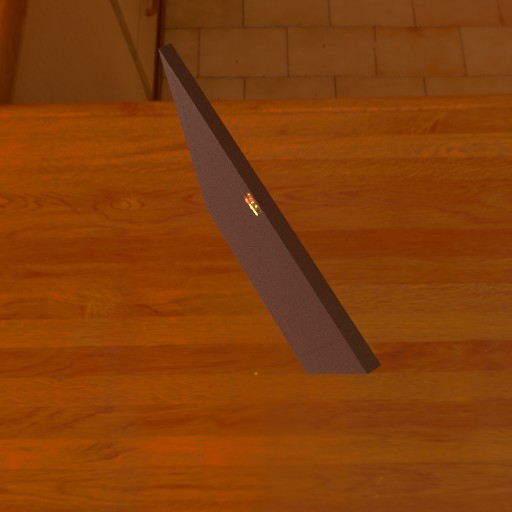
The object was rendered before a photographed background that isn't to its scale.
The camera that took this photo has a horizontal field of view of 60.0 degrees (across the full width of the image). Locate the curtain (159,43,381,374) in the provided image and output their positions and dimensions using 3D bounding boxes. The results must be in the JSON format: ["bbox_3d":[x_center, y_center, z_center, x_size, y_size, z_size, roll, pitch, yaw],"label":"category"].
[{"bbox_3d":[0.000,0.000,0.814,0.027,0.585,0.483,-30,77,-8],"label":"curtain"}]
